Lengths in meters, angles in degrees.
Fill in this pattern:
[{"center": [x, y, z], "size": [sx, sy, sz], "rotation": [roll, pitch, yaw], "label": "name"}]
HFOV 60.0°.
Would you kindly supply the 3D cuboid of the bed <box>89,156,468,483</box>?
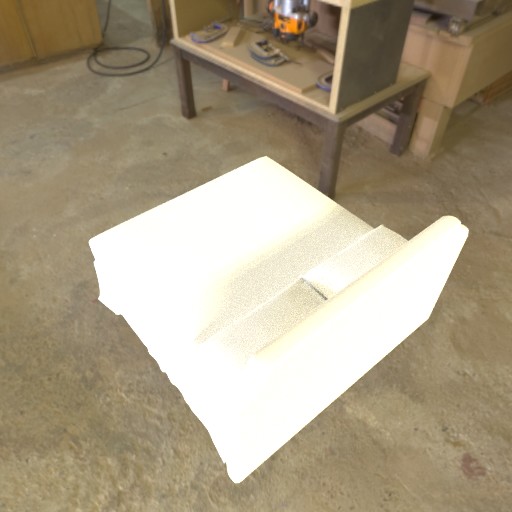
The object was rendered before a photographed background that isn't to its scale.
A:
[{"center": [0.000, 0.000, 3.566], "size": [2.160, 1.301, 2.204], "rotation": [-31, 54, -26], "label": "bed"}]
